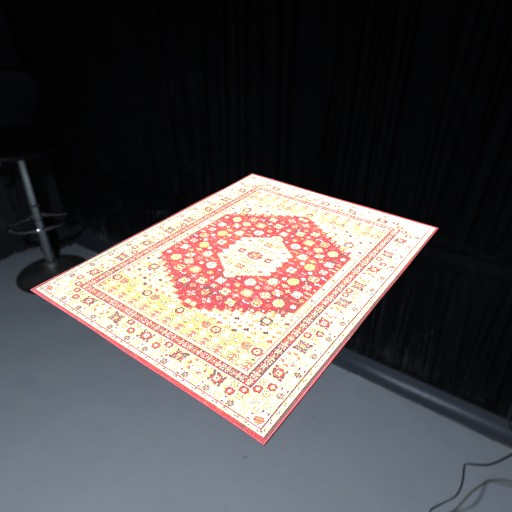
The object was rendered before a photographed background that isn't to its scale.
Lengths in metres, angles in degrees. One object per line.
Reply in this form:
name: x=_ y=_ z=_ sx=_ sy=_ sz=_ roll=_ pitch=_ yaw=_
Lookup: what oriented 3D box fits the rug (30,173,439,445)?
rug: x=0.000 y=0.000 z=4.096 sx=2.387 sy=0.013 sz=3.053 roll=22 pitch=39 yaw=30
